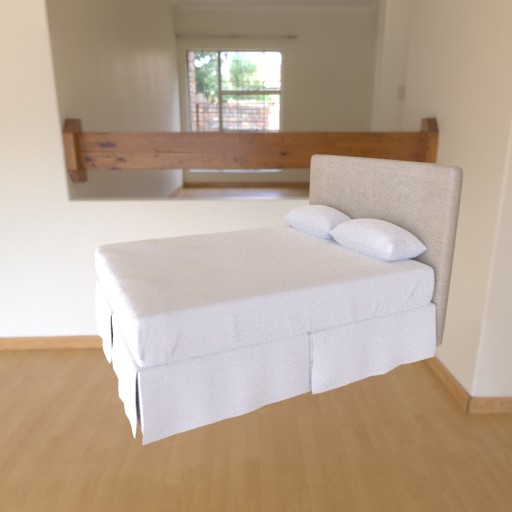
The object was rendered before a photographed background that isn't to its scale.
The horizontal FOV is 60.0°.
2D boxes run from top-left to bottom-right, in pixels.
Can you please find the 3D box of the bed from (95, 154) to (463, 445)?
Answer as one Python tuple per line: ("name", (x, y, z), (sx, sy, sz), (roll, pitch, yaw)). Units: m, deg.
("bed", (0.000, 0.000, 3.205), (2.162, 1.330, 1.713), (-7, 17, -25))
